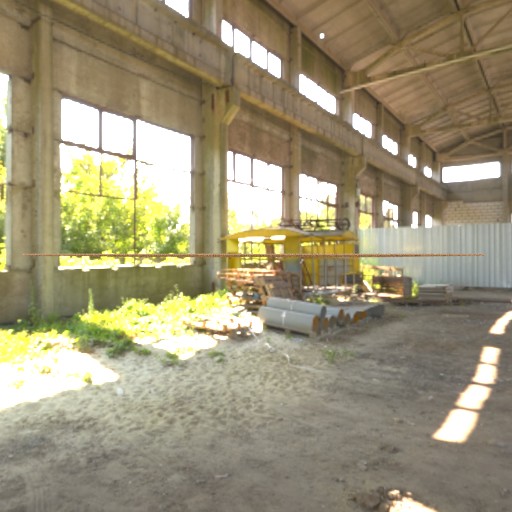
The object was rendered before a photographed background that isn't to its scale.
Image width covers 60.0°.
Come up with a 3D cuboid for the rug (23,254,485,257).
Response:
[{"bbox_3d":[0.000,0.000,4.096,3.048,0.013,2.439,0,0,0],"label":"rug"}]
